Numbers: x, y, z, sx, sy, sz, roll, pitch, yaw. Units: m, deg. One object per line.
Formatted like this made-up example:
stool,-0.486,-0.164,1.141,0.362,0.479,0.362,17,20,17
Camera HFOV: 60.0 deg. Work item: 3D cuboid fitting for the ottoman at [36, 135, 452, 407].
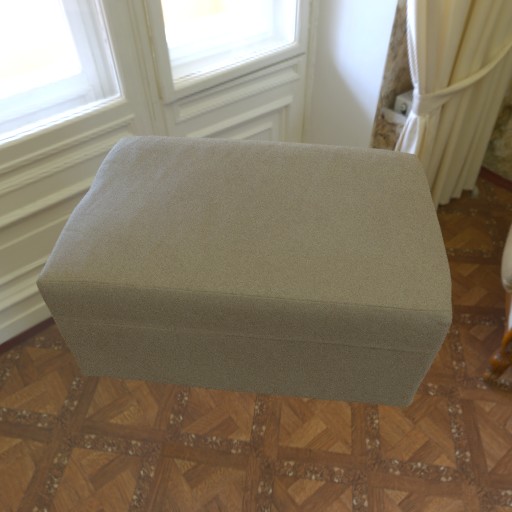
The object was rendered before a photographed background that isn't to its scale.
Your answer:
ottoman,0.000,0.000,1.183,0.872,0.444,0.590,4,47,4
